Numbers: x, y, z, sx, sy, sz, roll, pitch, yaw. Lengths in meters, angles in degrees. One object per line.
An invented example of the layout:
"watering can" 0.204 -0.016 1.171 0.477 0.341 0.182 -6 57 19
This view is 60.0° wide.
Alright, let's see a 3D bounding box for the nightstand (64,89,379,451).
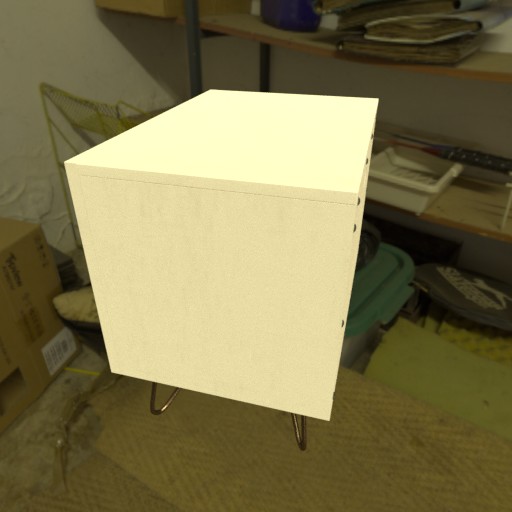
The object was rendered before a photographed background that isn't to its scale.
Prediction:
"nightstand" 0.000 0.000 1.019 0.447 0.604 0.614 8 31 14
